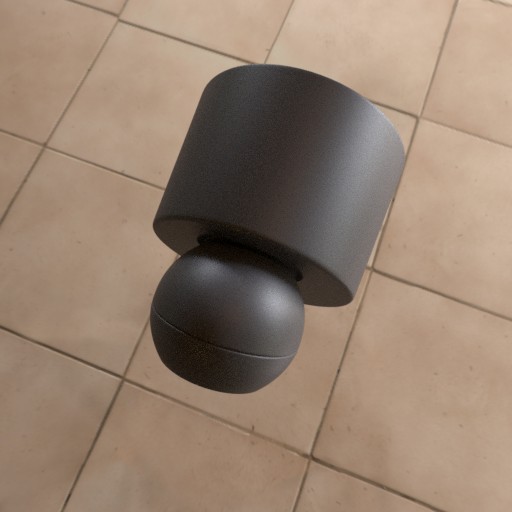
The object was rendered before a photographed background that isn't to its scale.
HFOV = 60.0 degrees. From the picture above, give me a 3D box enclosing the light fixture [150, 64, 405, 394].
[{"bbox_3d":[0.000,0.000,0.268,0.134,0.143,0.160,19,75,5],"label":"light fixture"}]
